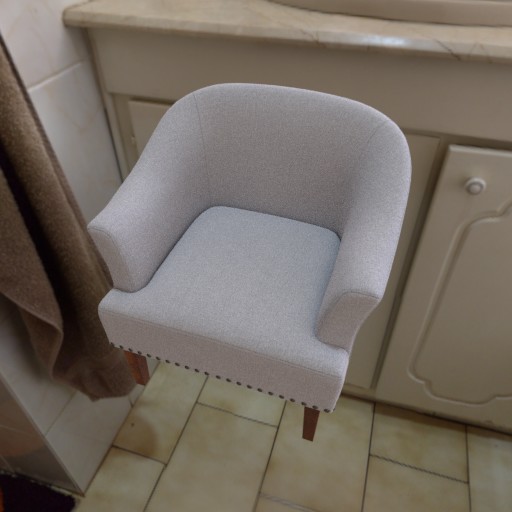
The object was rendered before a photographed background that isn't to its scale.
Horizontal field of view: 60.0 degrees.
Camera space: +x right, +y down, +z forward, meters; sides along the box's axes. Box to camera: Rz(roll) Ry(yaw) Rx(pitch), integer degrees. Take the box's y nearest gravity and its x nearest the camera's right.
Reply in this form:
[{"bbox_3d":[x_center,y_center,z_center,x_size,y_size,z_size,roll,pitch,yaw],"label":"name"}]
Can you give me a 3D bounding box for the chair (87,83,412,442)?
[{"bbox_3d":[0.000,0.000,1.384,0.798,0.815,0.704,13,42,15],"label":"chair"}]
